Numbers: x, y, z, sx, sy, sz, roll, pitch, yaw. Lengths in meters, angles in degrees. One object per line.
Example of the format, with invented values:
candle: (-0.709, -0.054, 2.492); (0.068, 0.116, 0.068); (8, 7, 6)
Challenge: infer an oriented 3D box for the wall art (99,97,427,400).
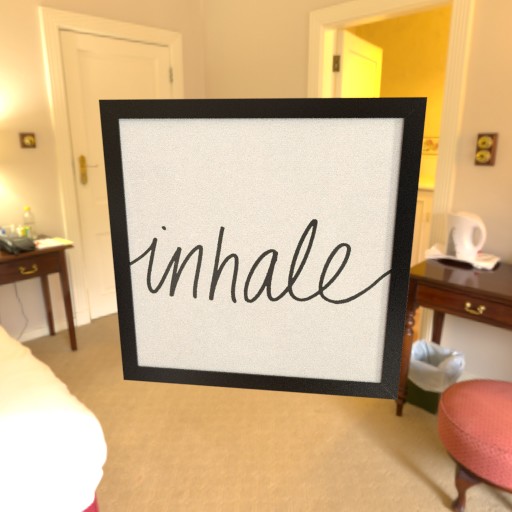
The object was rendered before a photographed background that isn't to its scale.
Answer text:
wall art: (0.000, 0.000, 0.663); (0.446, 0.445, 0.014); (2, 16, 7)
